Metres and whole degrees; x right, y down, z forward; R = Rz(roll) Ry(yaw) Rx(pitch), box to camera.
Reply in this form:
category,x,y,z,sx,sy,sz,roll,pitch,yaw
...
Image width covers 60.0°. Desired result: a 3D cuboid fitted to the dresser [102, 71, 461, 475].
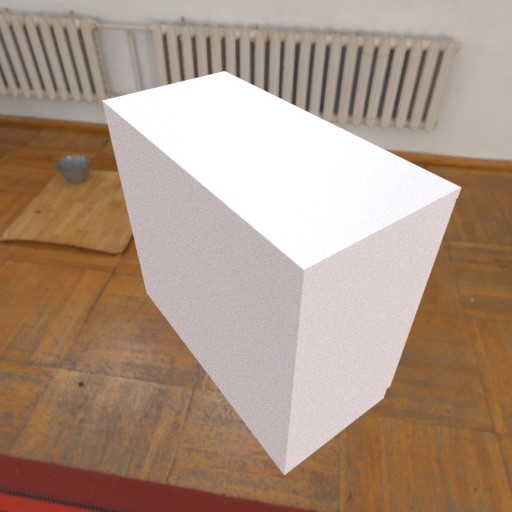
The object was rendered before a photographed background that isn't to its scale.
category,x,y,z,sx,sy,sz,roll,pitch,yaw
dresser,0.000,0.000,1.275,0.420,0.740,0.830,-26,47,-26
